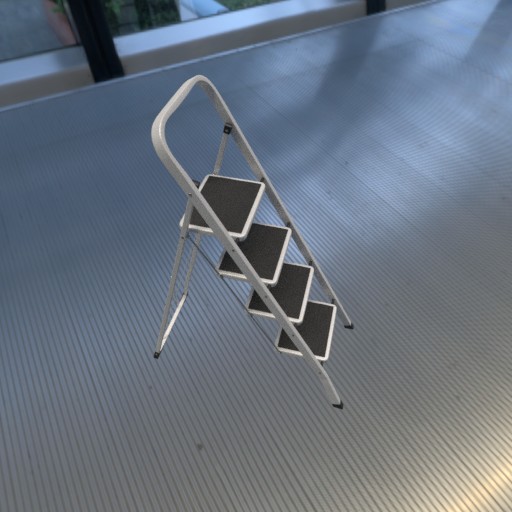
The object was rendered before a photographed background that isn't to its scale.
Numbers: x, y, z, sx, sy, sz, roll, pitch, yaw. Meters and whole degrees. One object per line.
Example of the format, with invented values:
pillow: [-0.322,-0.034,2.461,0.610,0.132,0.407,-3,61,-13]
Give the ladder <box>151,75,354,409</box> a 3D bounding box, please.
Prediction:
ladder: [0.000,0.000,1.733,0.914,1.265,0.460,11,48,10]
